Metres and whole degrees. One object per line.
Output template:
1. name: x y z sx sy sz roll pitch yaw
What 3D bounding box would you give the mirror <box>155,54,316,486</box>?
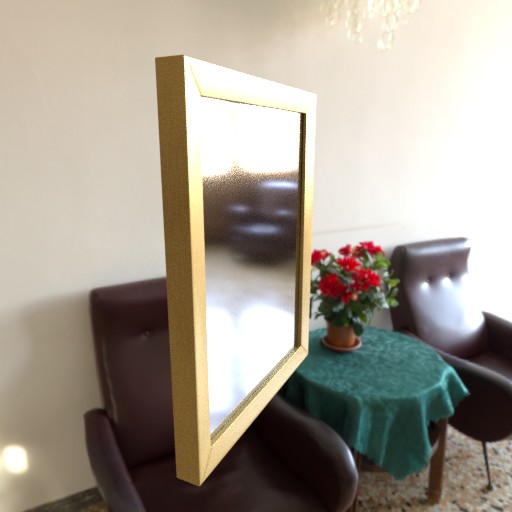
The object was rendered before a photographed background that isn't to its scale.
1. mirror: 0.000 0.000 0.685 0.041 0.508 0.405 7 16 25
